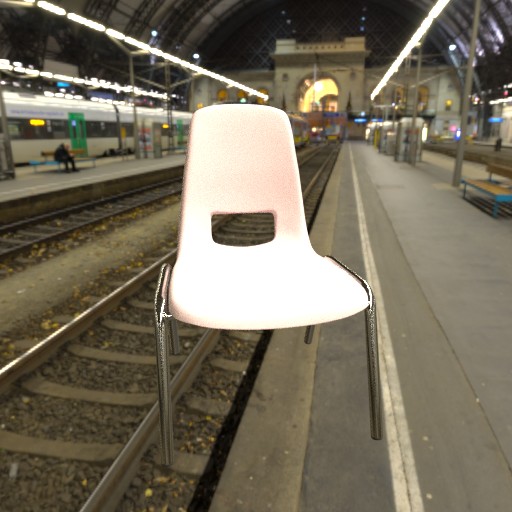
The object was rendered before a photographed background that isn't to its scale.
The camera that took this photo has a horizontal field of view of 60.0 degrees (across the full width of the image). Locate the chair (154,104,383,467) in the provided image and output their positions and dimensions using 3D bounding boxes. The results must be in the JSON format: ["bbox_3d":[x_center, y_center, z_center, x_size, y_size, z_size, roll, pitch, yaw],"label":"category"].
[{"bbox_3d":[0.000,0.000,0.796,0.354,0.537,0.385,-3,16,-10],"label":"chair"}]
